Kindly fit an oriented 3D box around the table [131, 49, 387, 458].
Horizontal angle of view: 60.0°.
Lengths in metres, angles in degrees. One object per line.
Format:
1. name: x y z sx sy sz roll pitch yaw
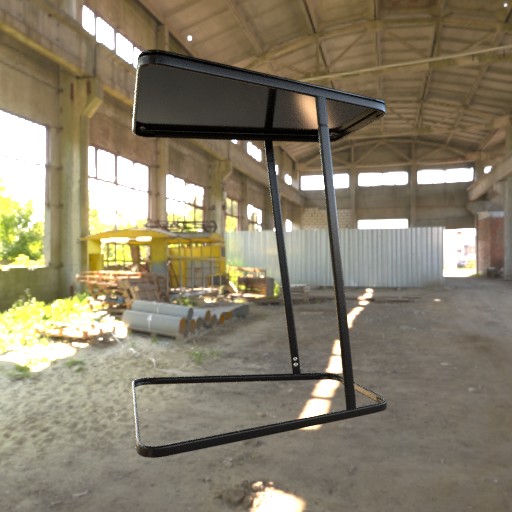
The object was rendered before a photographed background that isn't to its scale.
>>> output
1. table: 0.000 0.000 0.939 0.500 0.624 0.427 0 -1 -17
